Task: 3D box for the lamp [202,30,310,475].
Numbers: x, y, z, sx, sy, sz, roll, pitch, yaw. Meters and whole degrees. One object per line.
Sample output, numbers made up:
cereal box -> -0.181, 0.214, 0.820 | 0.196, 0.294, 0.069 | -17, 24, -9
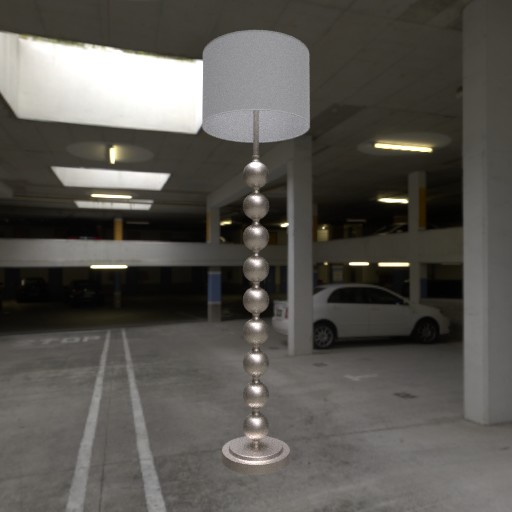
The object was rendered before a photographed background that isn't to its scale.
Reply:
lamp -> 0.000, 0.000, 1.624 | 0.394, 1.474, 0.394 | 0, -1, -18
